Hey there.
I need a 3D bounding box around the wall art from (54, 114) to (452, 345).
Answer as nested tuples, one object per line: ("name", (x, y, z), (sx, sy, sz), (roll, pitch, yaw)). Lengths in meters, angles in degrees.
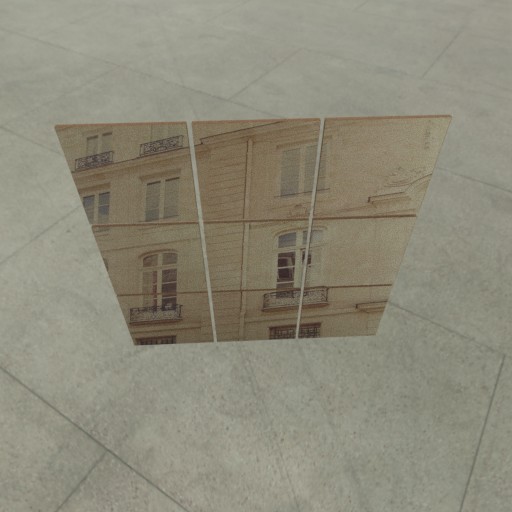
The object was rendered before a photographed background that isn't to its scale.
("wall art", (0.000, 0.000, 1.355), (0.915, 0.913, 0.018), (-2, 47, -2))
